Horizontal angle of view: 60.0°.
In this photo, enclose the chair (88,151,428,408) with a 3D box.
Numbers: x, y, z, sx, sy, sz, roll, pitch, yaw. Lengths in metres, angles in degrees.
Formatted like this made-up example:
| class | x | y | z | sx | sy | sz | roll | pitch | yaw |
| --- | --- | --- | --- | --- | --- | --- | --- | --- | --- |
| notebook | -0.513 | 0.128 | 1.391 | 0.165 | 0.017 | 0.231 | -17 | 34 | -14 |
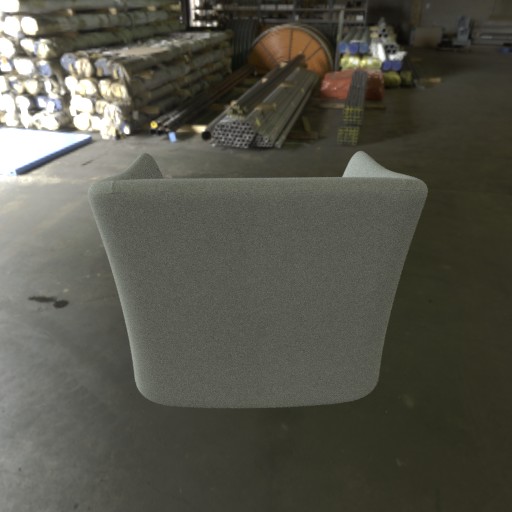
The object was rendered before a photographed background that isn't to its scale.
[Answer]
| class | x | y | z | sx | sy | sz | roll | pitch | yaw |
| --- | --- | --- | --- | --- | --- | --- | --- | --- | --- |
| chair | 0.000 | 0.000 | 1.343 | 0.790 | 0.720 | 0.700 | -1 | 30 | -1 |
